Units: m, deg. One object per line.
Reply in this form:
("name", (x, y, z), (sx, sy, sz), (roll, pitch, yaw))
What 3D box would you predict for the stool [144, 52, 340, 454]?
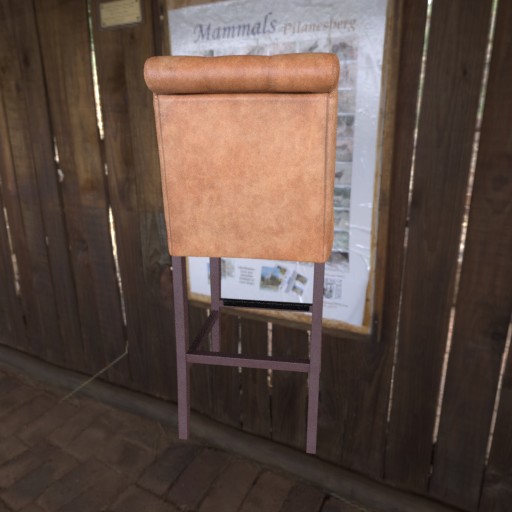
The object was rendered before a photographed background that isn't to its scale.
("stool", (0.000, 0.000, 1.440), (0.493, 1.140, 0.601), (3, 17, 9))
